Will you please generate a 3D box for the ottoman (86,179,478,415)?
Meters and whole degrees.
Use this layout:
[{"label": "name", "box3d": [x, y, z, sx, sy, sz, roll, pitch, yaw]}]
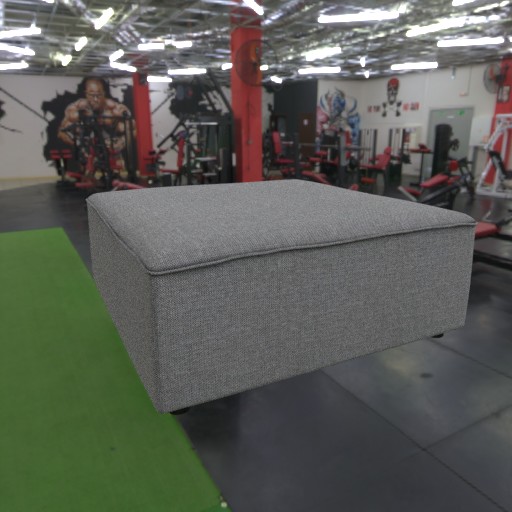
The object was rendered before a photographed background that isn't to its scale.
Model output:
[{"label": "ottoman", "box3d": [0.000, 0.000, 1.575, 1.017, 0.423, 1.023, -8, 18, -25]}]
